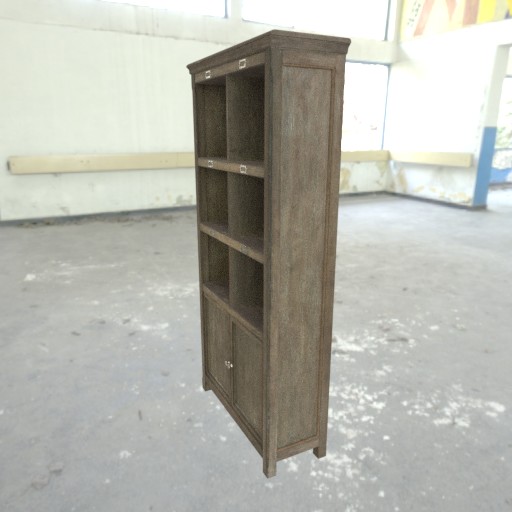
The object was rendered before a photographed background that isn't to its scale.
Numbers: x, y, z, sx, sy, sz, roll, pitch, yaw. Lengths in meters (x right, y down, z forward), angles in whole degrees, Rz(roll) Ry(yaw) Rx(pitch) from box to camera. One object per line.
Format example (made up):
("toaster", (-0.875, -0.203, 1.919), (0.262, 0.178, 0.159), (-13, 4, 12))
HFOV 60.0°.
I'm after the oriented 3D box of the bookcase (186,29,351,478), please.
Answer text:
("bookcase", (0.000, 0.000, 2.226), (0.348, 1.880, 0.906), (-8, 17, -26))
